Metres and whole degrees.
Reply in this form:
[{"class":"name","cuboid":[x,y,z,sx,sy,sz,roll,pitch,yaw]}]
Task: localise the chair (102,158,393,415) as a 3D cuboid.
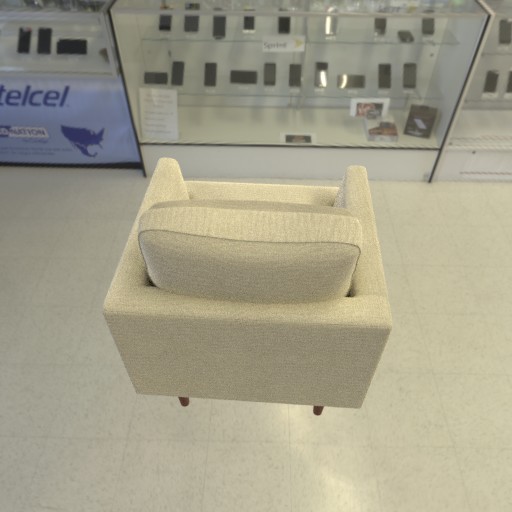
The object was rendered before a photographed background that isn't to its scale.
[{"class":"chair","cuboid":[0.000,0.000,1.678,0.858,0.957,0.899,3,47,3]}]
